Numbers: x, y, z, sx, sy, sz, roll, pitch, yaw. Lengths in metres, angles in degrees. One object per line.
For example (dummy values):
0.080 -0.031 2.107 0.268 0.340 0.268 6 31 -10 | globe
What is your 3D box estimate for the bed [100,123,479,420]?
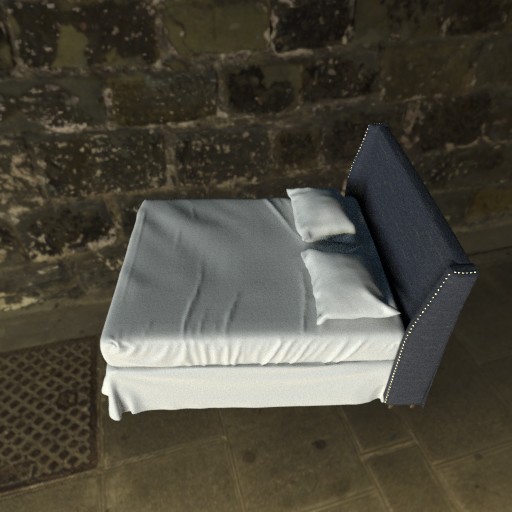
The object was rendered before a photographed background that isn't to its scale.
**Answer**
0.000 0.000 3.390 2.276 1.332 1.925 -1 40 -1 | bed
